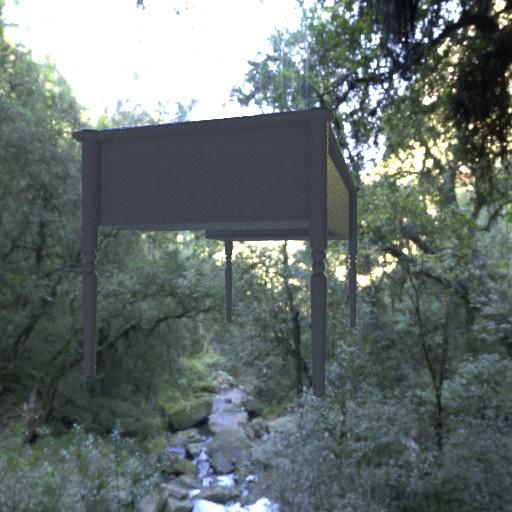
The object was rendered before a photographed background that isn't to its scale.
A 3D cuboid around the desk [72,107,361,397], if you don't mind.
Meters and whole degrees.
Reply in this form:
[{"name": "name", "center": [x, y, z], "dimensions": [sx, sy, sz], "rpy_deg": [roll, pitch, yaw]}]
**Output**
[{"name": "desk", "center": [0.000, 0.000, 1.895], "dimensions": [0.807, 0.762, 1.380], "rpy_deg": [0, -1, 16]}]
